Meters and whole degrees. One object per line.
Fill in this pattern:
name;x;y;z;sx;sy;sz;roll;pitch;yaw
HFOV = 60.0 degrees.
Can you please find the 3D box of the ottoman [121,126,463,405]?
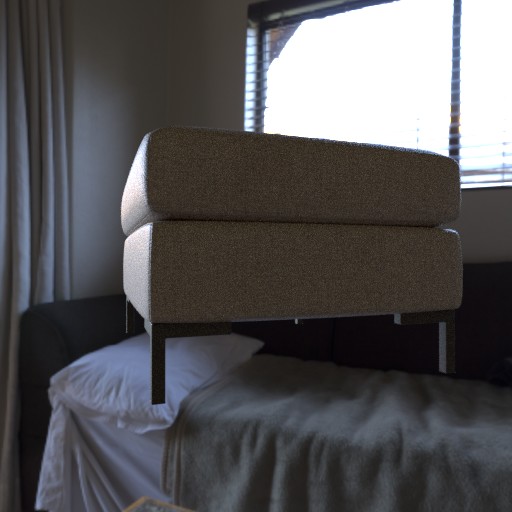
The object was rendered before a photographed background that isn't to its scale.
ottoman;0.000;0.000;1.185;0.671;0.490;0.820;0;0;-19
